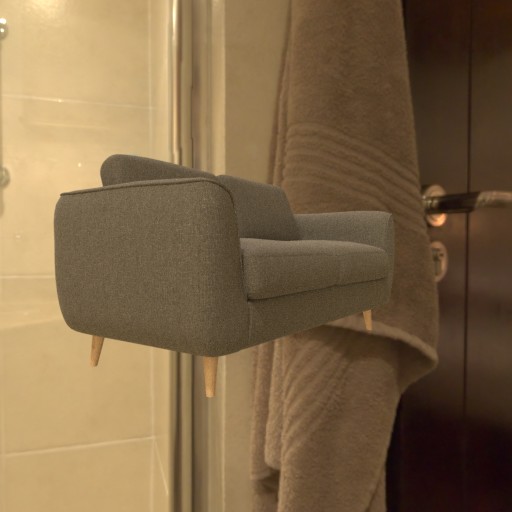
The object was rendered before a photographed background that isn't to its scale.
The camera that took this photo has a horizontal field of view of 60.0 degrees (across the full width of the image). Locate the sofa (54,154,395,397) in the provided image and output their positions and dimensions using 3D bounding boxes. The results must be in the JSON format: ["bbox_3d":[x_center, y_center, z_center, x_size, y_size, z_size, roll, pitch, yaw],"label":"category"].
[{"bbox_3d":[0.000,0.000,2.171,0.920,0.870,1.700,1,2,35],"label":"sofa"}]
